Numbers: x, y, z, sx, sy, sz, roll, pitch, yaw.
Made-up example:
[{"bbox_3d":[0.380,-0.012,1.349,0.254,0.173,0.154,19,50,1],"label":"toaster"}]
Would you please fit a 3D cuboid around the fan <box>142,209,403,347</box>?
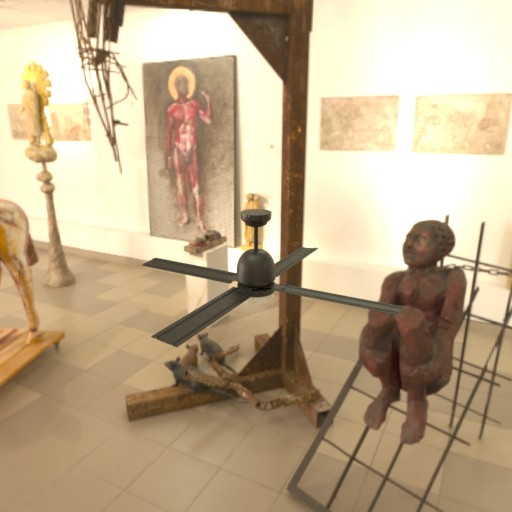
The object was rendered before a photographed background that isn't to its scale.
[{"bbox_3d":[0.000,0.000,2.036,1.319,0.410,1.319,9,19,26],"label":"fan"}]
